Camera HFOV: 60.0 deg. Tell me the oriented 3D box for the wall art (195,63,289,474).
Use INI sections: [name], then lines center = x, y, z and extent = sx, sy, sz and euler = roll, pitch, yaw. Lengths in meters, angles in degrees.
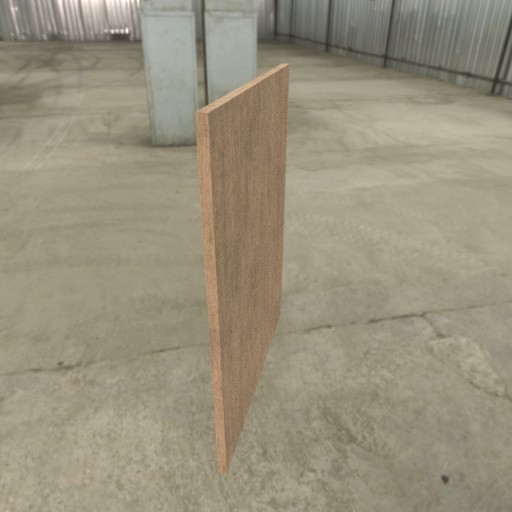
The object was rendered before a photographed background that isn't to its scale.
[wall art]
center = 0.000, 0.000, 0.925
extent = 0.018, 0.686, 0.534
euler = 7, 30, 12
